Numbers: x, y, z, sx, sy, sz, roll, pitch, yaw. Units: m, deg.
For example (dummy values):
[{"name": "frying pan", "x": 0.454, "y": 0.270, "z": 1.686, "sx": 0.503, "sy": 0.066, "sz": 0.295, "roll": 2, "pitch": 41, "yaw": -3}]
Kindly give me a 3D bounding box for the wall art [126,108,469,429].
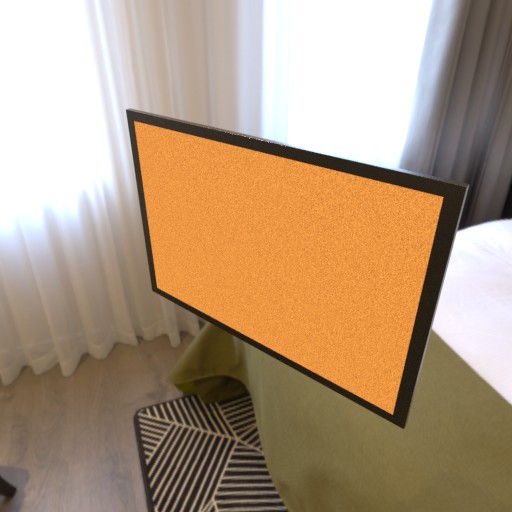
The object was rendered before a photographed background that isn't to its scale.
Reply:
[{"name": "wall art", "x": 0.000, "y": 0.000, "z": 1.029, "sx": 0.819, "sy": 0.552, "sz": 0.015, "roll": 22, "pitch": 37, "yaw": 32}]
